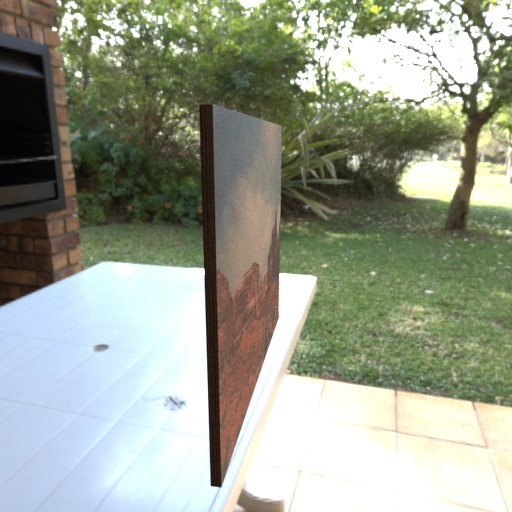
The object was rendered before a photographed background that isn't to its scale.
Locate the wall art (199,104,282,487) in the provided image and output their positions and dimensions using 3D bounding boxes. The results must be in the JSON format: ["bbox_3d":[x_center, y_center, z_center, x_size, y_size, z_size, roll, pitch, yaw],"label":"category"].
[{"bbox_3d":[0.000,0.000,0.688,0.013,0.406,0.508,3,14,10],"label":"wall art"}]
